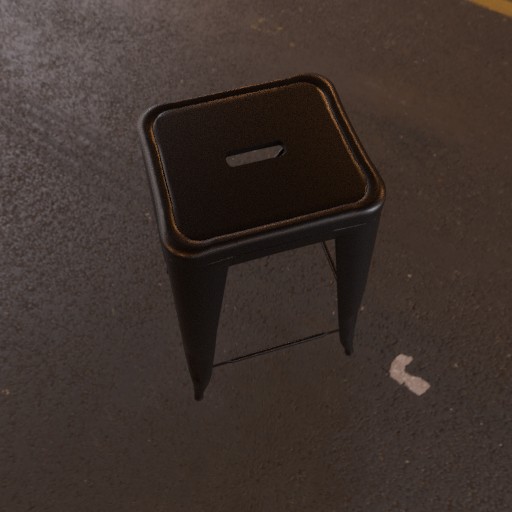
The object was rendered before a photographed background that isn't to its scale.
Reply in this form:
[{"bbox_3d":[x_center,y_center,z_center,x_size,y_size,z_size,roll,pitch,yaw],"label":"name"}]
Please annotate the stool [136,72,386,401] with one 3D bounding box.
[{"bbox_3d":[0.000,0.000,0.857,0.399,0.609,0.359,-15,64,-7],"label":"stool"}]
